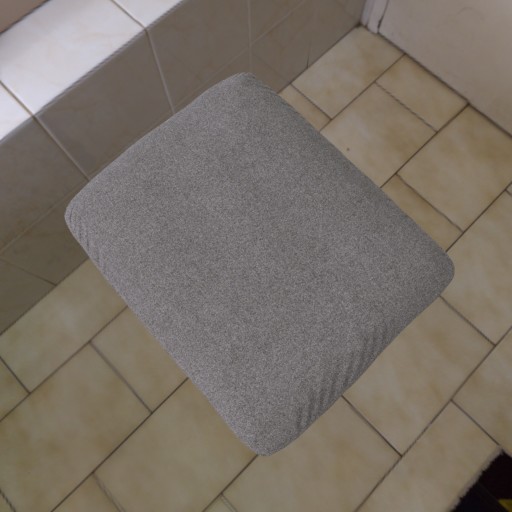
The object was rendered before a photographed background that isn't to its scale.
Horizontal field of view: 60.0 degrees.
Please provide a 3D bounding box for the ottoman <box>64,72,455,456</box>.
[{"bbox_3d":[0.000,0.000,1.244,0.683,0.481,0.837,-41,78,-10],"label":"ottoman"}]
